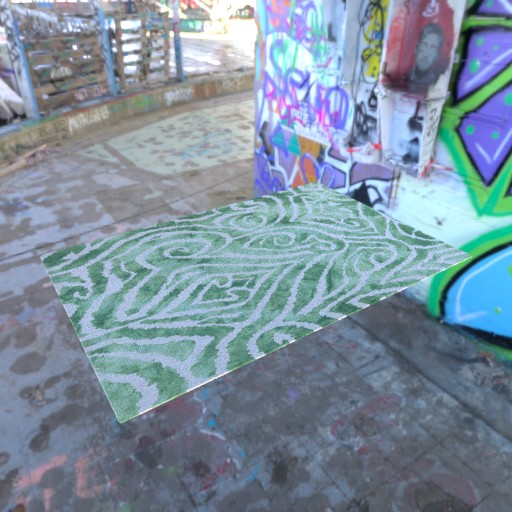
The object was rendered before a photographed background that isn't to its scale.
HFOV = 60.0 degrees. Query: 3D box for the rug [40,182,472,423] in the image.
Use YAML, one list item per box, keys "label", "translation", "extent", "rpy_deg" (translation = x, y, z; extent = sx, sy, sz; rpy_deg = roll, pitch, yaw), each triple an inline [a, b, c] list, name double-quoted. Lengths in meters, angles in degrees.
- label: "rug"
  translation: [0.000, 0.000, 2.248]
  extent: [1.826, 0.006, 1.220]
  rpy_deg: [-19, 36, -28]
